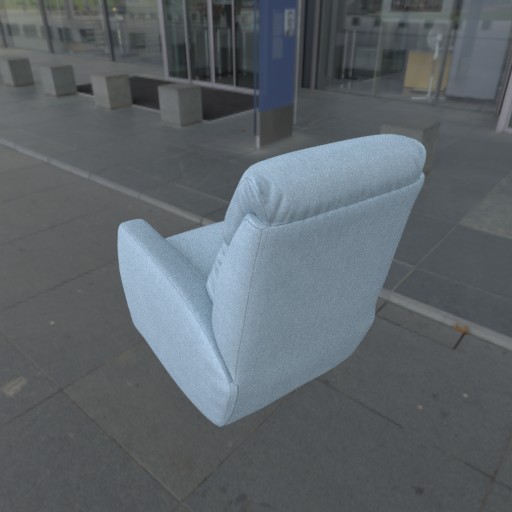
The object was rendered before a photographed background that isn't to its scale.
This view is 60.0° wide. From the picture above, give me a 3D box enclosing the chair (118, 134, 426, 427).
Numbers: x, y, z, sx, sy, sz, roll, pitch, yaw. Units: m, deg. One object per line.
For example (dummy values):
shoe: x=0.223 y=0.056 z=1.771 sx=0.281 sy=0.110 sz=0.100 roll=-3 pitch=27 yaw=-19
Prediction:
chair: x=0.000 y=0.000 z=1.667 sx=0.812 sy=1.013 sz=0.940 roll=-19 pitch=35 yaw=-30
